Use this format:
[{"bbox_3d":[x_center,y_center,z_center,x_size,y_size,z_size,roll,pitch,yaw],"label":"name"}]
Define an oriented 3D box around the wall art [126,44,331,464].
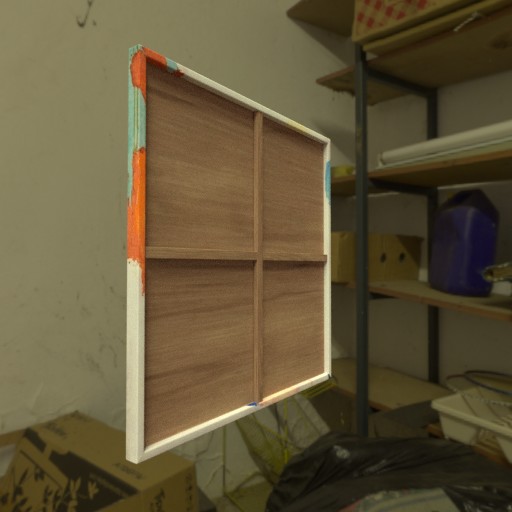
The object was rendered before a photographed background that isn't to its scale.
[{"bbox_3d":[0.000,0.000,1.491,0.044,1.017,1.017,-1,-2,36],"label":"wall art"}]
